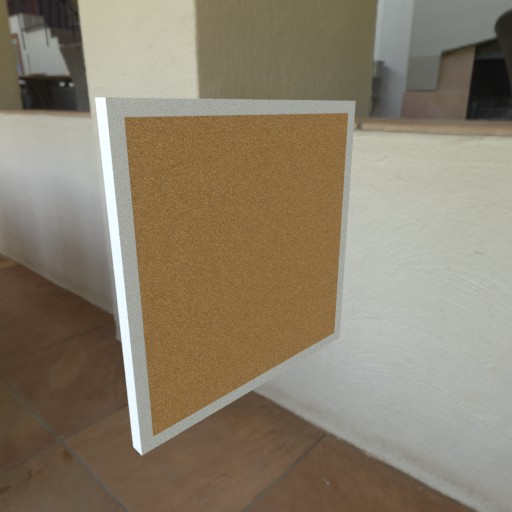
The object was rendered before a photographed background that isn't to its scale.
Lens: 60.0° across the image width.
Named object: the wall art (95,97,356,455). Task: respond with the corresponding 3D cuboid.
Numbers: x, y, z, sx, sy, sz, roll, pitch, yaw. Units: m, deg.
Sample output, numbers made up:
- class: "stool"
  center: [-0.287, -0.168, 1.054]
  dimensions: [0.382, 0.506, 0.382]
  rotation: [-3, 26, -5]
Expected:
- class: "wall art"
  center: [0.000, 0.000, 1.146]
  dimensions: [0.762, 0.762, 0.038]
  rotation: [-18, 25, -42]
